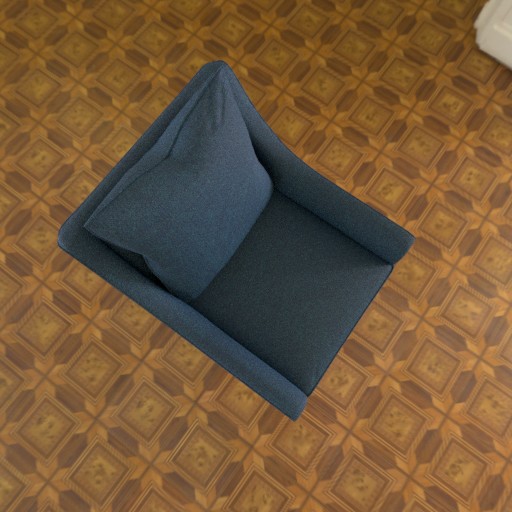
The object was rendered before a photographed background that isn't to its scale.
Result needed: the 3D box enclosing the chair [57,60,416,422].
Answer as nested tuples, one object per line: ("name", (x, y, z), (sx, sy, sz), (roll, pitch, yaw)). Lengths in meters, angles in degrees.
("chair", (0.000, 0.000, 1.570), (0.870, 0.939, 0.750), (35, 78, 9))
